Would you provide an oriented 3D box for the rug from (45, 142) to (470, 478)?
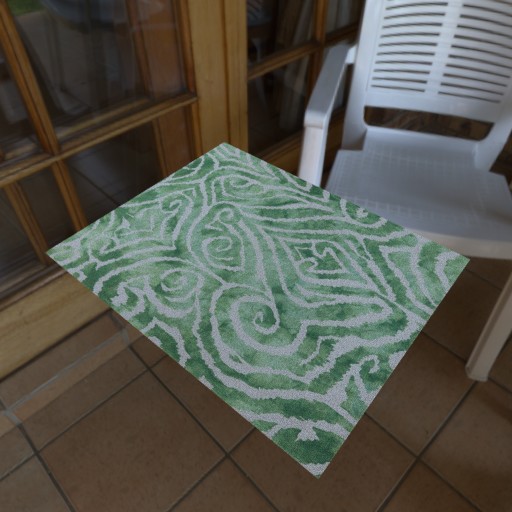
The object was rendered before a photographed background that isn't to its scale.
[{"bbox_3d":[0.000,0.000,4.071,3.045,0.007,2.436,31,54,26],"label":"rug"}]
